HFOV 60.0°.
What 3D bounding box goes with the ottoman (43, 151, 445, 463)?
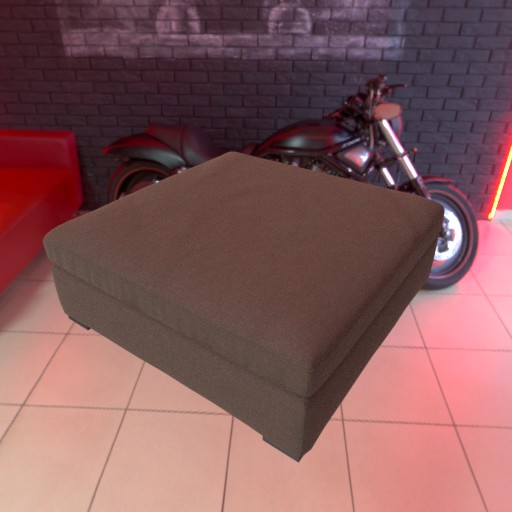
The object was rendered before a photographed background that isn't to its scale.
[{"bbox_3d":[0.000,0.000,1.848,1.181,0.470,1.181,21,37,30],"label":"ottoman"}]
